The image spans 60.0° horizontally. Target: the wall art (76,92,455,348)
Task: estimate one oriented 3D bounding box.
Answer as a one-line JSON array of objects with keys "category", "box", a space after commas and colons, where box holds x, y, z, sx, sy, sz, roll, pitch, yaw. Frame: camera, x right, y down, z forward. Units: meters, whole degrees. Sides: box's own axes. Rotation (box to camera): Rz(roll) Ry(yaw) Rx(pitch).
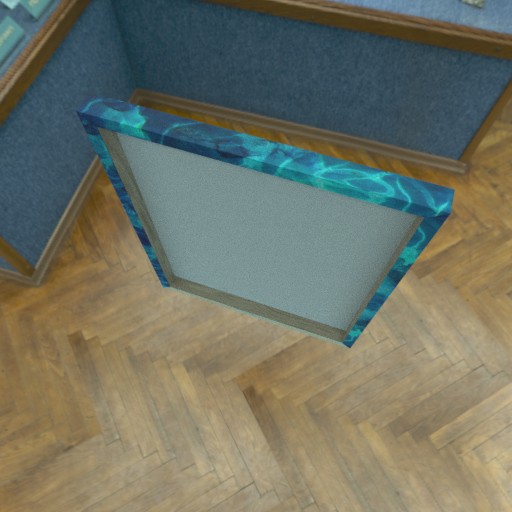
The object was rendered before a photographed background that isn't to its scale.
[{"category": "wall art", "box": [0.000, 0.000, 0.861, 0.508, 0.635, 0.038, 17, 65, 8]}]
